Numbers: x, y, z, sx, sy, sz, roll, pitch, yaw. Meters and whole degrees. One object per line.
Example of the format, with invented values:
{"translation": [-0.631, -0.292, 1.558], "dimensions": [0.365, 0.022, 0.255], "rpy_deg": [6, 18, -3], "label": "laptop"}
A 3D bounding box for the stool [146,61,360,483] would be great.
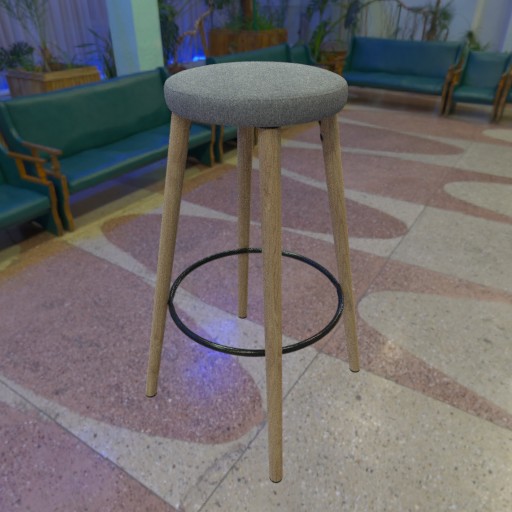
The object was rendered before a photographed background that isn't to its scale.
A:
{"translation": [0.000, 0.000, 0.964], "dimensions": [0.410, 0.770, 0.410], "rpy_deg": [21, 37, 30], "label": "stool"}
